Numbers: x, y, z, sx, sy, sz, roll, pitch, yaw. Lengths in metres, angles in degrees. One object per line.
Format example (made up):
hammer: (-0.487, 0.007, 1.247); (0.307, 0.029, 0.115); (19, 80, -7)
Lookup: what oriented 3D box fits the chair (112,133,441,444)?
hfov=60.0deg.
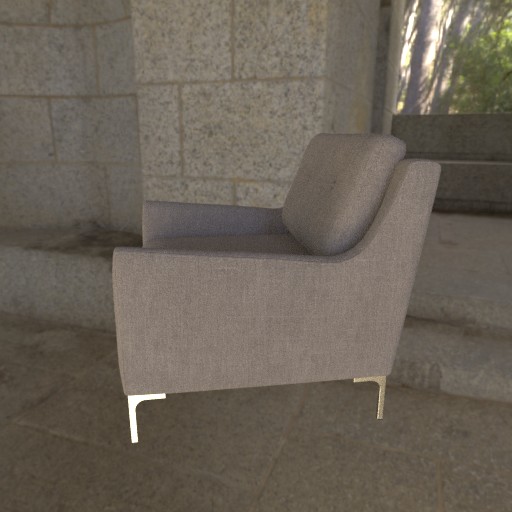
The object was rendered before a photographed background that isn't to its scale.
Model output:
chair: (0.000, 0.000, 1.550); (0.849, 0.828, 0.847); (-2, 16, -8)
